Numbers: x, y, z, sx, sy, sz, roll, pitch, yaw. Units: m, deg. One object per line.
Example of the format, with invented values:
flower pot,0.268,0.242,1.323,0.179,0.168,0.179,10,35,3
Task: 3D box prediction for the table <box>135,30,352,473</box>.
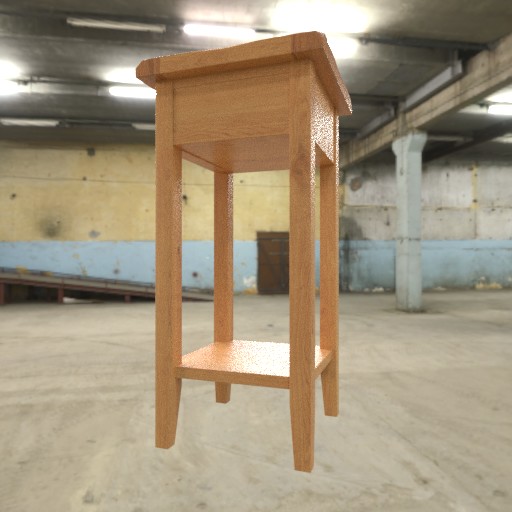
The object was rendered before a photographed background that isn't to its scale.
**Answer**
table,0.000,0.000,0.950,0.360,0.740,0.360,0,0,19
